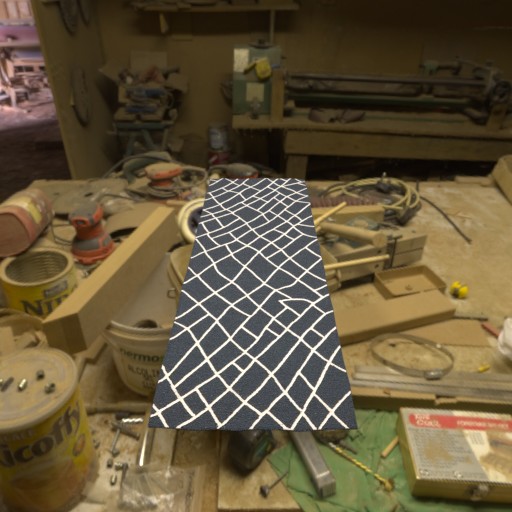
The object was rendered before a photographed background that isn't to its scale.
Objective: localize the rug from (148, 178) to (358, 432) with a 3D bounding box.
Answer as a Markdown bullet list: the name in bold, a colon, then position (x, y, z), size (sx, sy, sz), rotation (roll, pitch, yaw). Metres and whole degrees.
- **rug**: position (0.000, 0.000, 2.708), size (0.807, 0.010, 2.476), rotation (0, 32, 1)
